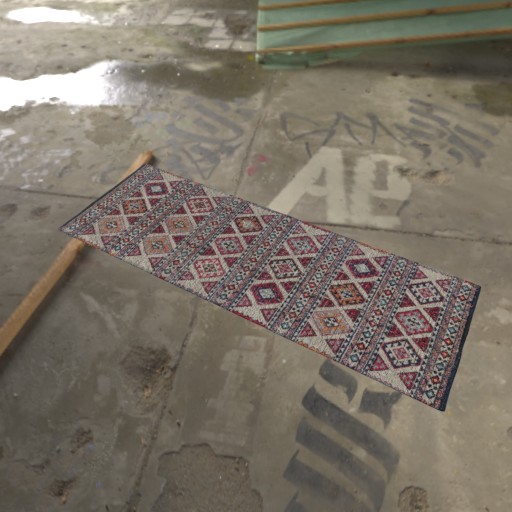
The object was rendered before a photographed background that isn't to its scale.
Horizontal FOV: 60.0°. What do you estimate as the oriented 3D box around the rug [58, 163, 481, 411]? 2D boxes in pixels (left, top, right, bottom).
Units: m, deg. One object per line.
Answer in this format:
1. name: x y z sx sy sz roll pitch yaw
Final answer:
1. rug: 0.000 0.000 2.576 2.362 0.008 0.832 22 50 21
